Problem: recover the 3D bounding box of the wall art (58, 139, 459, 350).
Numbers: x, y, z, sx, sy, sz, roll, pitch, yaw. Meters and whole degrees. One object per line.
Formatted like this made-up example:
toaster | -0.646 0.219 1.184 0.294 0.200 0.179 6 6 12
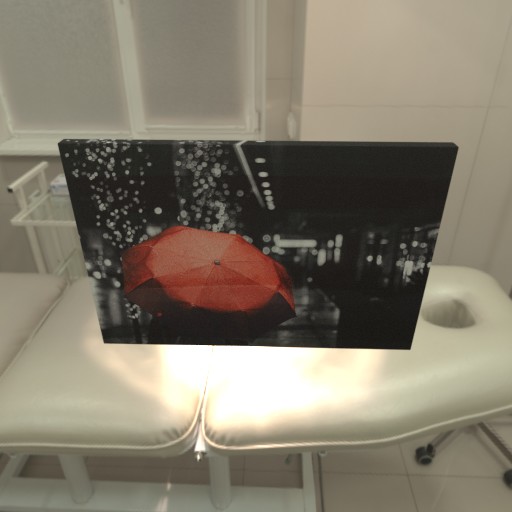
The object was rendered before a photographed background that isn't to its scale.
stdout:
wall art | 0.000 0.000 1.178 0.914 0.609 0.038 1 31 2
